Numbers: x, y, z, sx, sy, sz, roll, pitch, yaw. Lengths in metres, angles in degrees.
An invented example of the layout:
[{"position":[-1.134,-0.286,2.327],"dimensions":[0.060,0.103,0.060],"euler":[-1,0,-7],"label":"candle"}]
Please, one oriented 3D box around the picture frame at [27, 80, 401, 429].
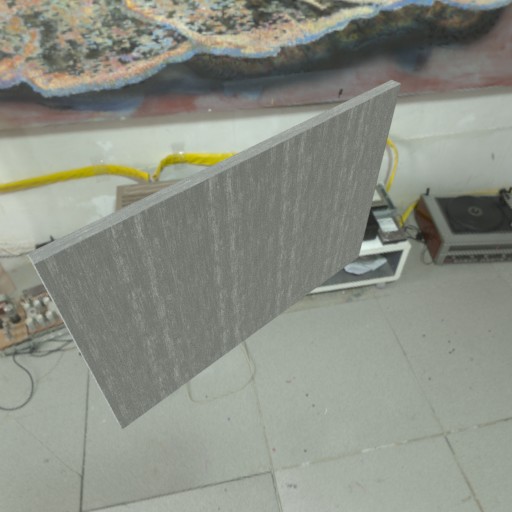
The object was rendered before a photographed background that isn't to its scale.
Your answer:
[{"position":[0.000,0.000,1.152],"dimensions":[0.950,0.640,0.029],"euler":[-32,54,-27],"label":"picture frame"}]
